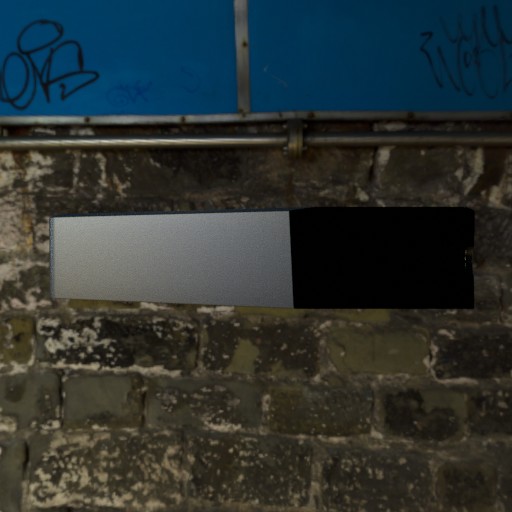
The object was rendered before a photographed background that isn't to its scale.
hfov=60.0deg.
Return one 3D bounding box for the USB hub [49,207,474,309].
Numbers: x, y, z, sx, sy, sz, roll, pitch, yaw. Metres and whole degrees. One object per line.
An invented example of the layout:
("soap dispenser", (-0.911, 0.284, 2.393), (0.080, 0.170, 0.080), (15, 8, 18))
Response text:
("USB hub", (0.000, 0.000, 0.126), (0.110, 0.023, 0.044), (0, 1, 18))
